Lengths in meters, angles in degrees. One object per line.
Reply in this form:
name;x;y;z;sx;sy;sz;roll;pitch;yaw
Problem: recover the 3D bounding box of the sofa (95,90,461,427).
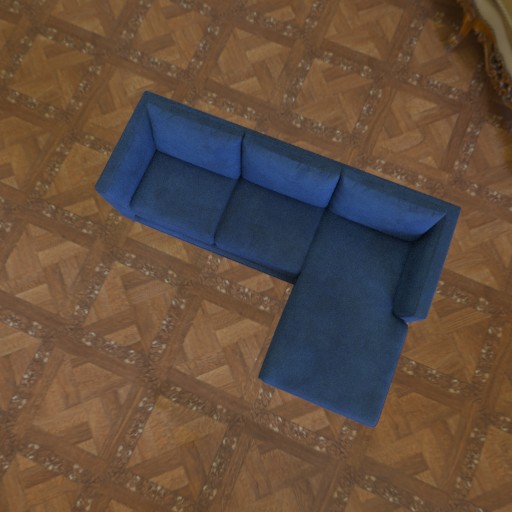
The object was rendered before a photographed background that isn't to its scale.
sofa;0.000;0.000;3.252;2.438;0.987;1.622;22;78;5
